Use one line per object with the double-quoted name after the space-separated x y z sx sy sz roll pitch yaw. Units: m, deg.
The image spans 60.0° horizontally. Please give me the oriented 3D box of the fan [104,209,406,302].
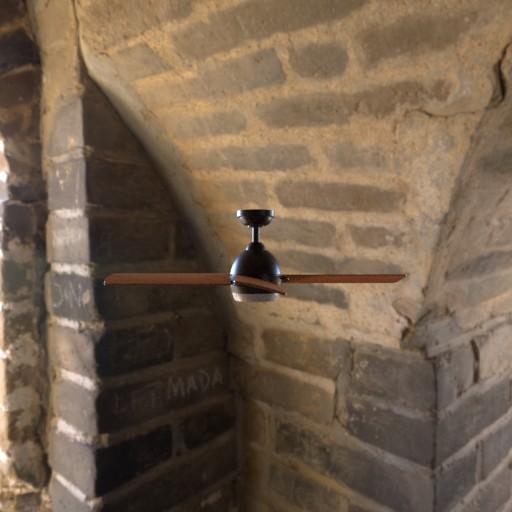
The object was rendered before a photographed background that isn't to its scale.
0.000 0.000 1.998 1.332 0.403 1.332 0 0 -1 "fan"
